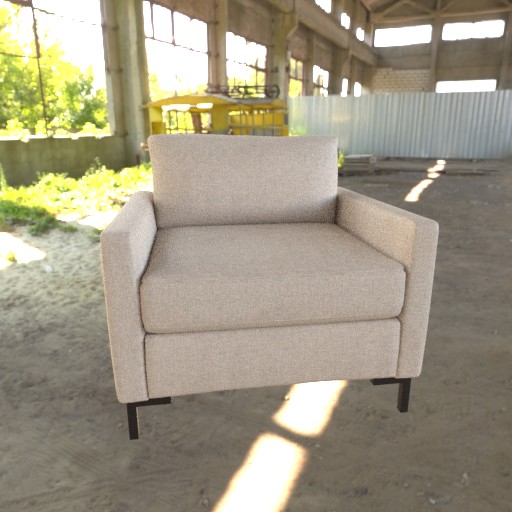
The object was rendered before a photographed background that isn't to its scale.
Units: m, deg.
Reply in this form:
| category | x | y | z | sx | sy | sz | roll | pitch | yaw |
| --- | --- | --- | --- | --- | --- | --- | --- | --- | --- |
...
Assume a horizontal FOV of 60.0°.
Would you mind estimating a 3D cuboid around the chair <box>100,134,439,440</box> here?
| category | x | y | z | sx | sy | sz | roll | pitch | yaw |
| --- | --- | --- | --- | --- | --- | --- | --- | --- | --- |
| chair | 0.000 | 0.000 | 1.628 | 0.963 | 0.861 | 0.866 | -2 | 16 | -9 |
